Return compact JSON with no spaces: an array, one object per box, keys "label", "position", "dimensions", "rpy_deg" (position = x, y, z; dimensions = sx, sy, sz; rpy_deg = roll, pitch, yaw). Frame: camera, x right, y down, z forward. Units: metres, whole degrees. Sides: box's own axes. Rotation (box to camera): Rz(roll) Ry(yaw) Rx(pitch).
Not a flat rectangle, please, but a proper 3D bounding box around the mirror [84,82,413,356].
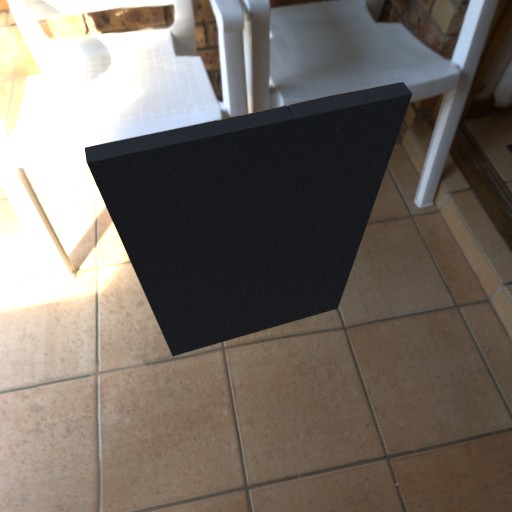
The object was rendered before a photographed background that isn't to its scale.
[{"label":"mirror","position":[0.000,0.000,1.182],"dimensions":[0.606,0.912,0.044],"rpy_deg":[-15,58,-9]}]
